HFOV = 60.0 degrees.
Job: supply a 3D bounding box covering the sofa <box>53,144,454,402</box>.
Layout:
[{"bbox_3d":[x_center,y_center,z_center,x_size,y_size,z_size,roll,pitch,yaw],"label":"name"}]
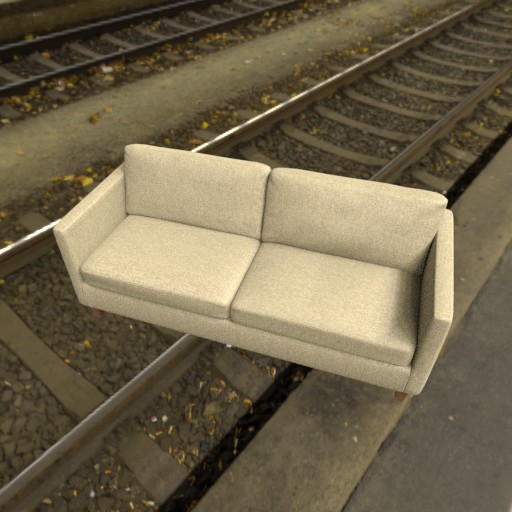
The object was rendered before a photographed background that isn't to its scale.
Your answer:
[{"bbox_3d":[0.000,0.000,2.770,2.208,0.960,0.956,12,43,14],"label":"sofa"}]
